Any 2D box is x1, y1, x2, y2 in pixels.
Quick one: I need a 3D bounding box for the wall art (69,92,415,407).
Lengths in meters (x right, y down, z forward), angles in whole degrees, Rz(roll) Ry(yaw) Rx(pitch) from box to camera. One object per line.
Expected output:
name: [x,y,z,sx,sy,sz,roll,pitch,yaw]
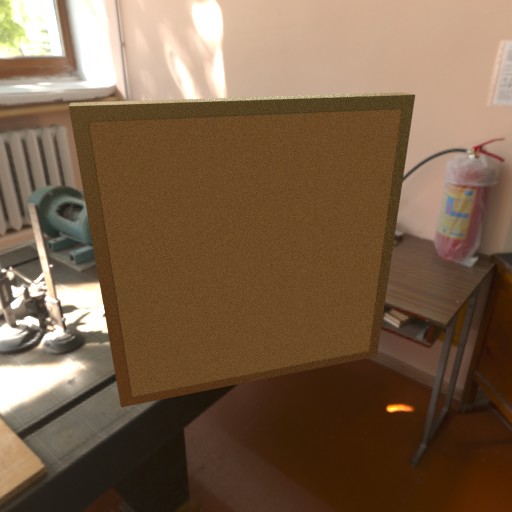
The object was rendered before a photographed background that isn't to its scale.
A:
wall art: [0.000,0.000,1.907,1.284,1.284,0.095,-7,26,-15]
